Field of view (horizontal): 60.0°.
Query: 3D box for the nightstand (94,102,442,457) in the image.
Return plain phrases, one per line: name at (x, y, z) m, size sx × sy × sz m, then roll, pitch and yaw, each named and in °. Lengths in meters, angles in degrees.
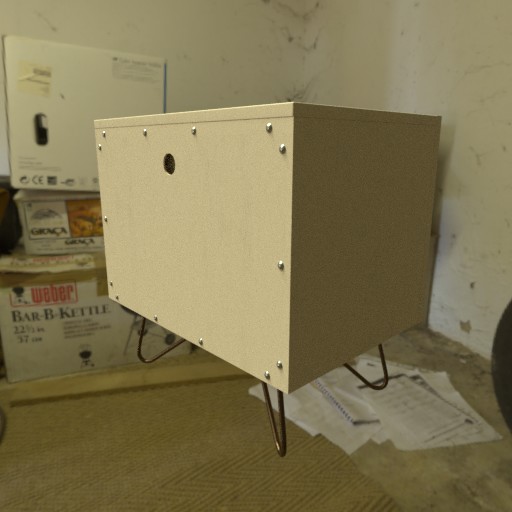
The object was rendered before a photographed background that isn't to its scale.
nightstand at (0.000, 0.000, 1.017) m, size 0.447 × 0.604 × 0.614 m, roll -13°, pitch 19°, yaw -42°
